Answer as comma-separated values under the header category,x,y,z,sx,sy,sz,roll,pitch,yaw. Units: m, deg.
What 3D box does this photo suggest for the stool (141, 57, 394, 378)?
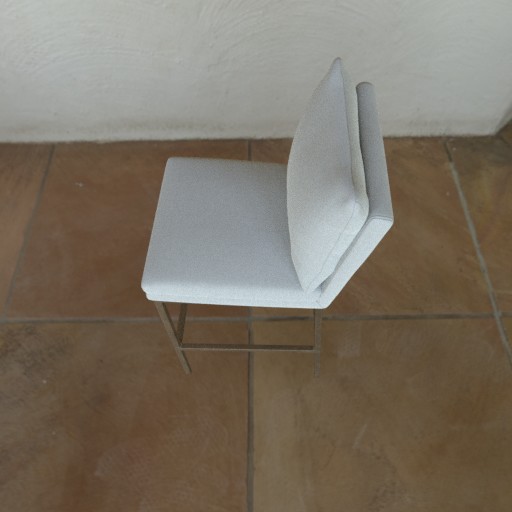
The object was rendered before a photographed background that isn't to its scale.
category,x,y,z,sx,sy,sz,roll,pitch,yaw
stool,0.000,0.000,1.408,0.572,1.125,0.463,2,59,1
